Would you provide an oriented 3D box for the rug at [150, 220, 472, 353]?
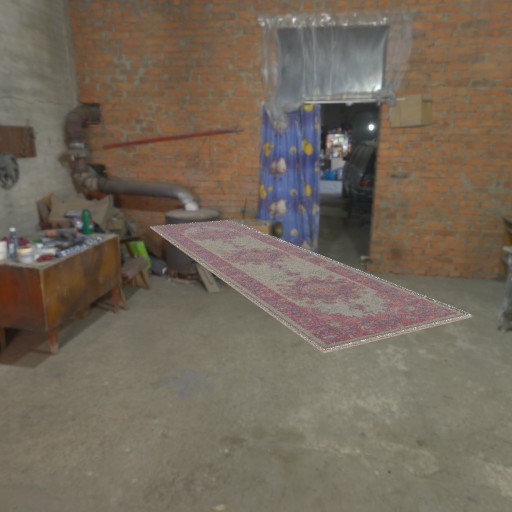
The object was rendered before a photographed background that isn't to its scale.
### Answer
[{"bbox_3d":[0.000,0.000,2.490,0.666,0.011,2.294,-7,16,-25],"label":"rug"}]
